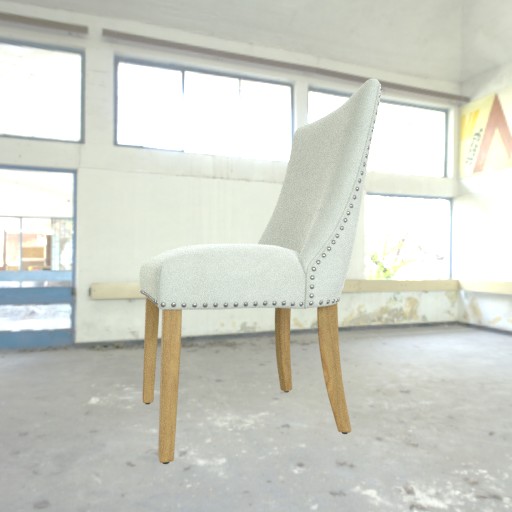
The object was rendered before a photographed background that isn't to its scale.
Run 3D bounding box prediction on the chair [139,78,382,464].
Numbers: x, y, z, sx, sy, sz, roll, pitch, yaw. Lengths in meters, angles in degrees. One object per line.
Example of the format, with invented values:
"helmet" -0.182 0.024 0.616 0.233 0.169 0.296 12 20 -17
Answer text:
"chair" 0.000 0.000 1.252 0.610 0.902 0.495 0 -1 -19
